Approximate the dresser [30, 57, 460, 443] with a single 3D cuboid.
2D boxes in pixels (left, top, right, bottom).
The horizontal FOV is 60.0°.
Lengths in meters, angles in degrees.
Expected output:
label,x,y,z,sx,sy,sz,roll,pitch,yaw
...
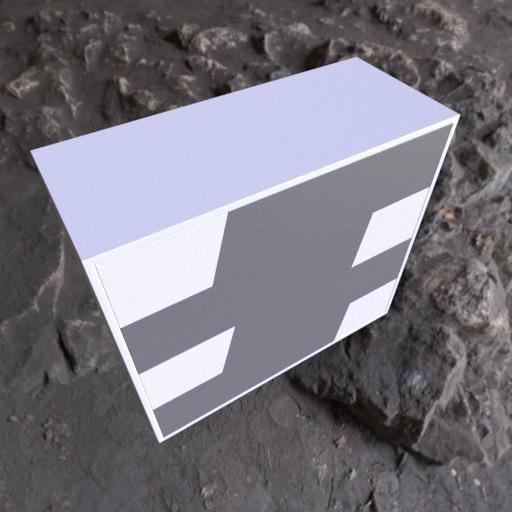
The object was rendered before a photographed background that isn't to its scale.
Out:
label,x,y,z,sx,sy,sz,roll,pitch,yaw
dresser,0.000,0.000,1.580,1.100,1.000,0.460,-24,52,-21
